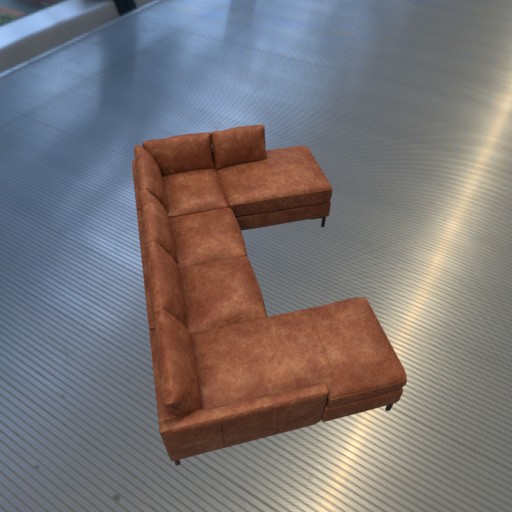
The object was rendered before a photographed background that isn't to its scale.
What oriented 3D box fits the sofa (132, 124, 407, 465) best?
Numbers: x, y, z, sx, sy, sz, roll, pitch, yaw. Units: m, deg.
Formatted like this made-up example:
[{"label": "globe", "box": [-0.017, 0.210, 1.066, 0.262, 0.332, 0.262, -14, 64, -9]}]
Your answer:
[{"label": "sofa", "box": [0.000, 0.000, 3.931, 1.939, 0.900, 2.956, -10, 48, -10]}]
